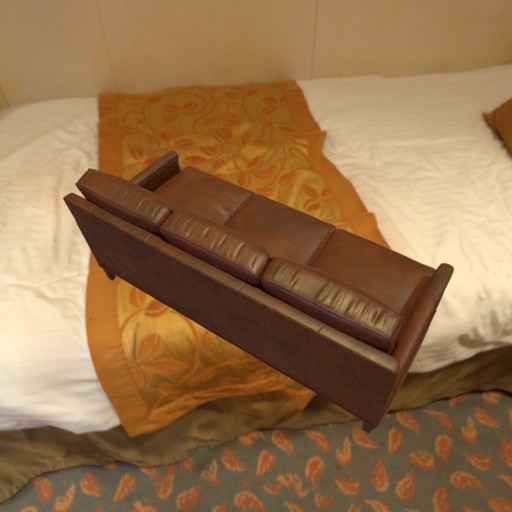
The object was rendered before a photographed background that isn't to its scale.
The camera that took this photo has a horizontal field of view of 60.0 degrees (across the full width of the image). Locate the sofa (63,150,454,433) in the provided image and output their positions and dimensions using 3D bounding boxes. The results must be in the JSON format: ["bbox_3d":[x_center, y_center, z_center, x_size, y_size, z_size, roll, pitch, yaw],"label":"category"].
[{"bbox_3d":[0.000,0.000,2.866,2.240,1.003,1.084,26,52,22],"label":"sofa"}]
